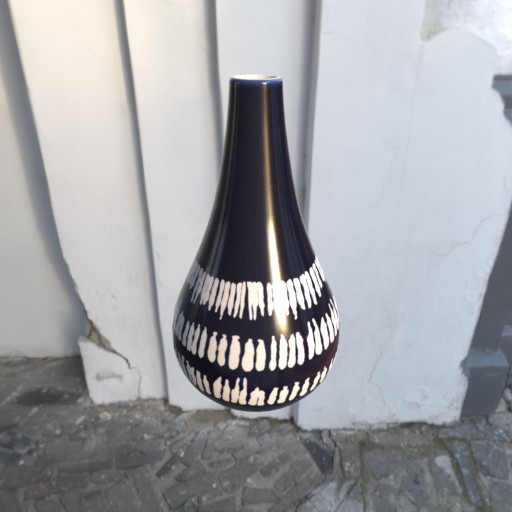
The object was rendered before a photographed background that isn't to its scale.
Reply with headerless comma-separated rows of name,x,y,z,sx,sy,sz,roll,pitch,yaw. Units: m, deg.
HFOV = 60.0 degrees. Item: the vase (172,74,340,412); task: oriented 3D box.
vase,0.000,0.000,0.391,0.159,0.295,0.159,0,27,0
